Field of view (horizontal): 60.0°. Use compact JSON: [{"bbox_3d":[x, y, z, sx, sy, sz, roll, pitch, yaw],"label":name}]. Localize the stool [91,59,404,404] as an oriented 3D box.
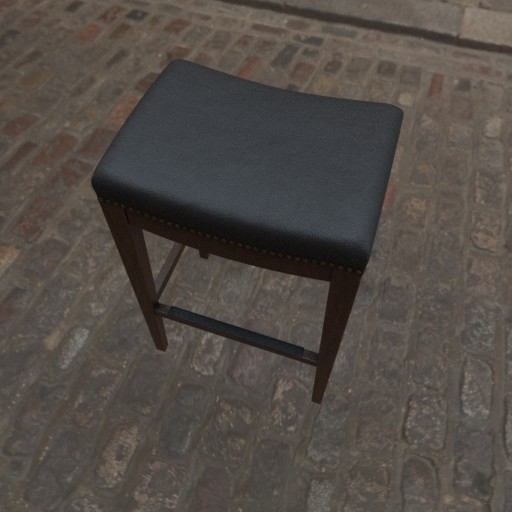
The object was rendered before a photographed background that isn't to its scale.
[{"bbox_3d":[0.000,0.000,1.038,0.500,0.765,0.361,16,60,10],"label":"stool"}]
